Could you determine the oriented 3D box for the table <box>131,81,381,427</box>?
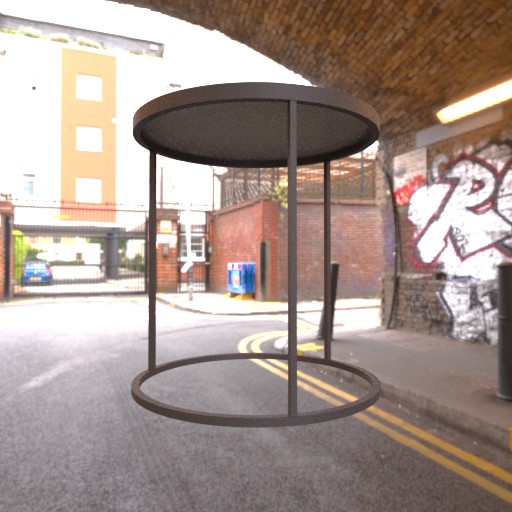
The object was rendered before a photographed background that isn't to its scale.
[{"bbox_3d":[0.000,0.000,0.871,0.470,0.498,0.470,0,-1,0],"label":"table"}]
